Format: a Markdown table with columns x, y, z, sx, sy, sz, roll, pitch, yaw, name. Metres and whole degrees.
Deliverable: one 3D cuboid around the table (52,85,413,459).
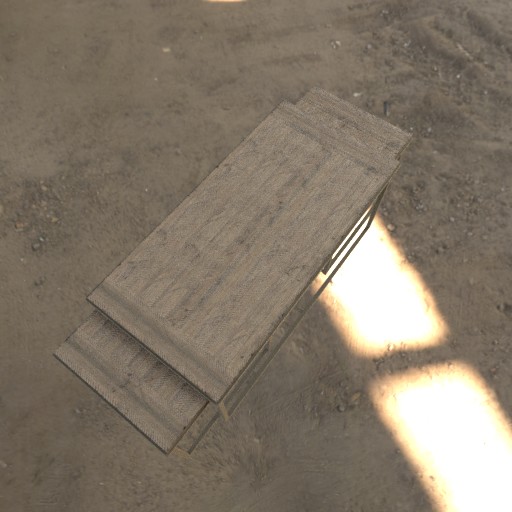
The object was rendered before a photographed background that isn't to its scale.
| x | y | z | sx | sy | sz | roll | pitch | yaw | name |
| --- | --- | --- | --- | --- | --- | --- | --- | --- | --- |
| 0.000 | 0.000 | 1.555 | 0.489 | 0.427 | 1.312 | 34 | 67 | 16 | table |
